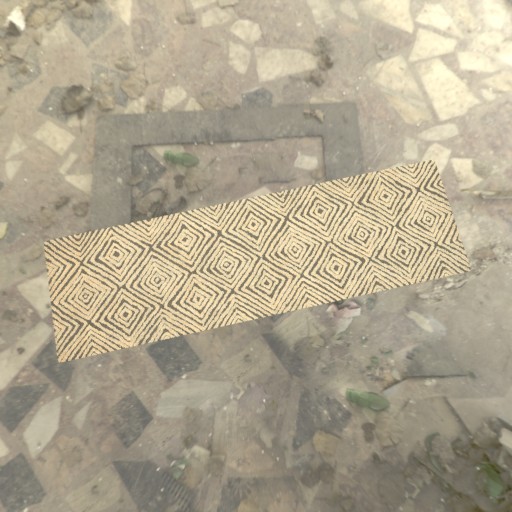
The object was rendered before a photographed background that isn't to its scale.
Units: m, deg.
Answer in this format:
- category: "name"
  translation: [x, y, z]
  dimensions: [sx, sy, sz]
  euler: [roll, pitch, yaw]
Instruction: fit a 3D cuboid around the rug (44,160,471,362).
- category: "rug"
  translation: [0.000, 0.000, 2.456]
  dimensions: [2.277, 0.008, 0.676]
  euler: [-12, 78, -3]
